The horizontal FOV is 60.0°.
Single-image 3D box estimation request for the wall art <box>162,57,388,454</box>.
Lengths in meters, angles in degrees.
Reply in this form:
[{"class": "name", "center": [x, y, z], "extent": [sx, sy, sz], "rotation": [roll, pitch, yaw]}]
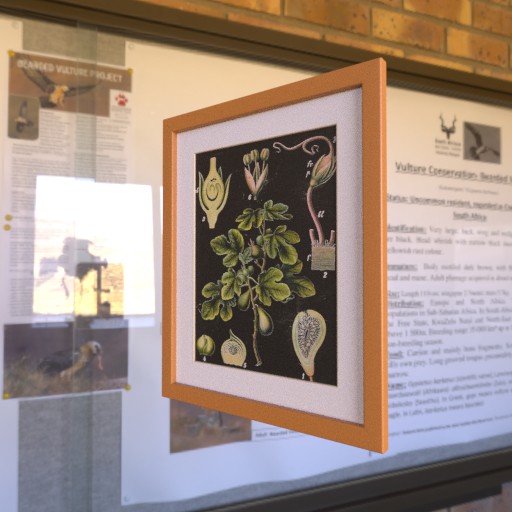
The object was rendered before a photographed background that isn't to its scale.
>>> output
[{"class": "wall art", "center": [0.000, 0.000, 0.520], "extent": [0.310, 0.379, 0.015], "rotation": [-1, -1, 37]}]
